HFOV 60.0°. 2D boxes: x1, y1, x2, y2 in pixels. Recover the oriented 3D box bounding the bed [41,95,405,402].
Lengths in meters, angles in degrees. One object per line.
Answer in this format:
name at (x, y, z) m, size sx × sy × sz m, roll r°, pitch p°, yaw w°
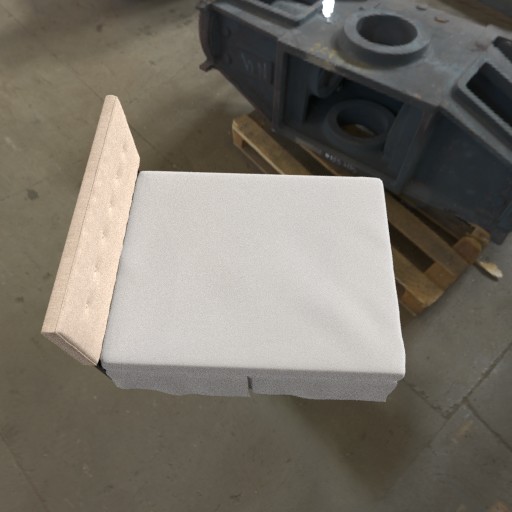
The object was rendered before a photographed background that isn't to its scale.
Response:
bed at (0.000, 0.000, 2.994) m, size 1.978 × 1.270 × 1.643 m, roll 2°, pitch 62°, yaw 1°
